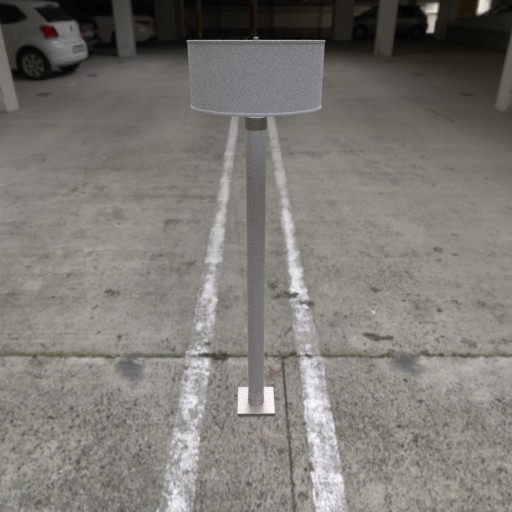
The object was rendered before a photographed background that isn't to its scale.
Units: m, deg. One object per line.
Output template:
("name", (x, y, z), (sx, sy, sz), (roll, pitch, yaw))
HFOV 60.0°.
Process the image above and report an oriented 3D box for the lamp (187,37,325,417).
("lamp", (0.000, 0.000, 1.667), (0.420, 1.475, 0.420), (0, 26, -1))
